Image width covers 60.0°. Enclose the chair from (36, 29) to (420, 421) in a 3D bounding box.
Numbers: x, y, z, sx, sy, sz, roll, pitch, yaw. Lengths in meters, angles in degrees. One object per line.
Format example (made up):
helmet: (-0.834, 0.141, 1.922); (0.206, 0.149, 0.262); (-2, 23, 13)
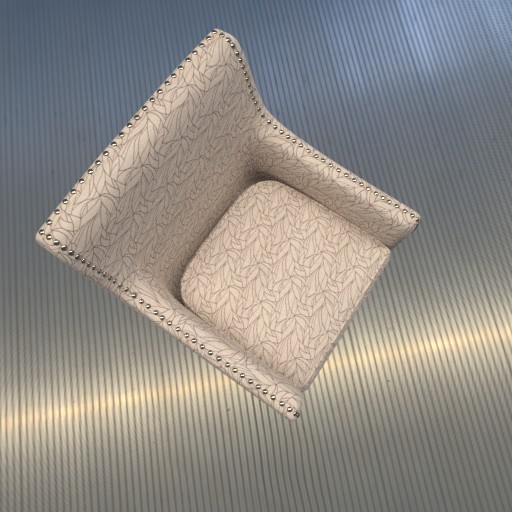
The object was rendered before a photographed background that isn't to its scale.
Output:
chair: (0.000, 0.000, 1.251); (0.651, 0.816, 0.623); (34, 77, 9)
